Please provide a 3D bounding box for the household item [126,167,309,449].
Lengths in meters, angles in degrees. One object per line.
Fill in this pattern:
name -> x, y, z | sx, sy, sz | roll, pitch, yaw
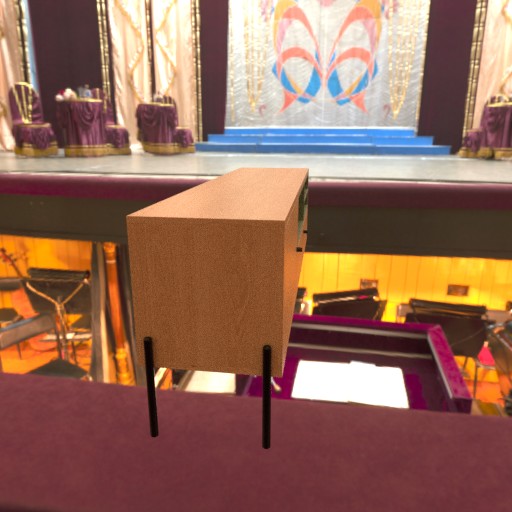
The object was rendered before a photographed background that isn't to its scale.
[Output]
household item -> 0.000, 0.000, 1.828 | 0.400, 0.600, 1.550 | 2, 16, 8
